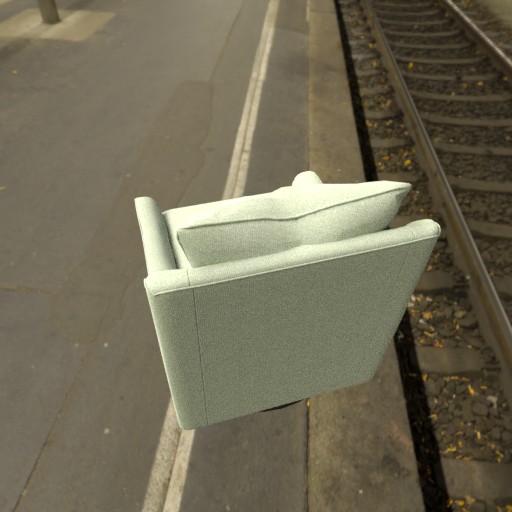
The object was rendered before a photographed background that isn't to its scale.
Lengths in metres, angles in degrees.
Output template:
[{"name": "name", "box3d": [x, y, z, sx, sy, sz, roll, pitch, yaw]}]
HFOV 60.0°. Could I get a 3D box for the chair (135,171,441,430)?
[{"name": "chair", "box3d": [0.000, 0.000, 1.573, 0.760, 0.926, 0.870, -11, 43, -12]}]
